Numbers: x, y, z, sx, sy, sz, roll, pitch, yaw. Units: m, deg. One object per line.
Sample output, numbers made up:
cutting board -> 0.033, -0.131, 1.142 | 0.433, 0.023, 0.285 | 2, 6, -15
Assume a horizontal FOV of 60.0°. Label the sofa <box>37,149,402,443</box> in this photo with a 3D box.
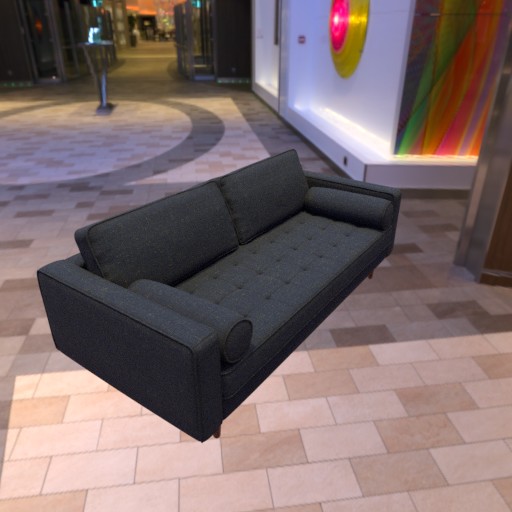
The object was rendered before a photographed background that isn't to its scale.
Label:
sofa -> 0.000, 0.000, 2.345 | 0.914, 0.762, 1.880 | 18, 32, 31
